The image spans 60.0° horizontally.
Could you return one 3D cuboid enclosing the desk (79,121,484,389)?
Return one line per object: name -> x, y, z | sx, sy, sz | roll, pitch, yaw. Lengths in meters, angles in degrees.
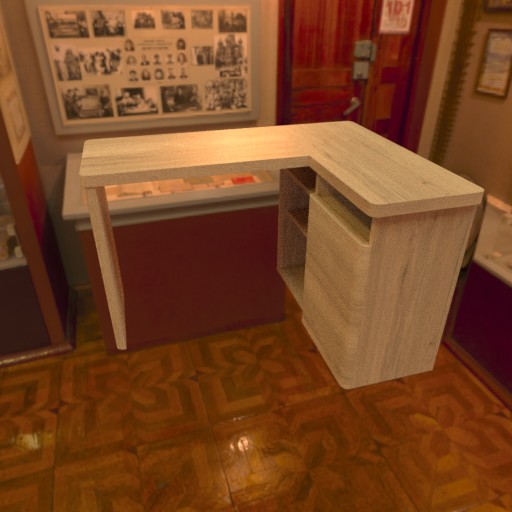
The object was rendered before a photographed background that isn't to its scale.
desk -> 0.000, 0.000, 1.733 | 1.169, 0.760, 0.900 | -8, 31, -14
